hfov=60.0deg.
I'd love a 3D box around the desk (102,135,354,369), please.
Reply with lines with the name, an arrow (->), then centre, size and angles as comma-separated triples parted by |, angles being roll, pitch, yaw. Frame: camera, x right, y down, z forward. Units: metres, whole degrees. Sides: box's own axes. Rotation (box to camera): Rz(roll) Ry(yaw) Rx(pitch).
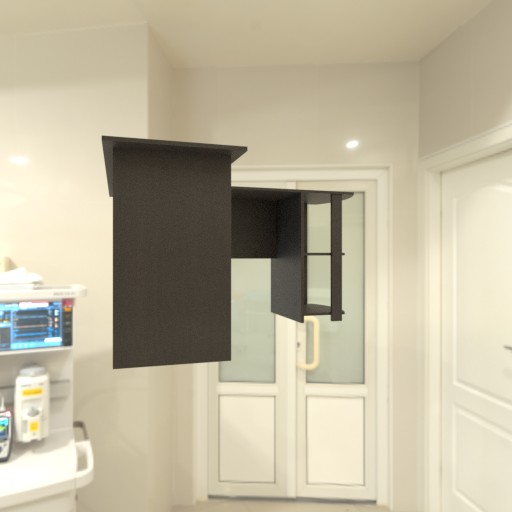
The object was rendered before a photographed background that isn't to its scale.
desk -> 0.000, 0.000, 2.133 | 1.361, 0.716, 1.303 | 0, 0, -17
